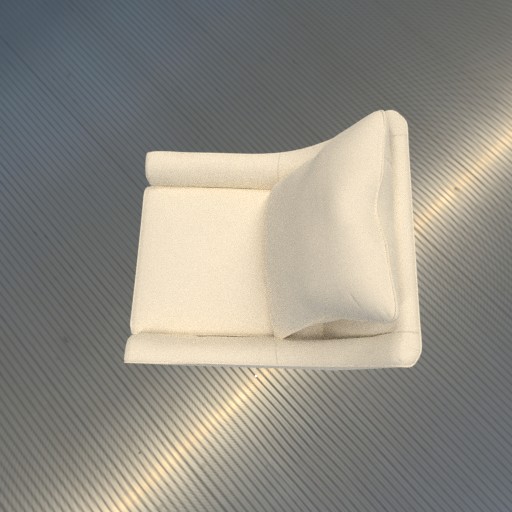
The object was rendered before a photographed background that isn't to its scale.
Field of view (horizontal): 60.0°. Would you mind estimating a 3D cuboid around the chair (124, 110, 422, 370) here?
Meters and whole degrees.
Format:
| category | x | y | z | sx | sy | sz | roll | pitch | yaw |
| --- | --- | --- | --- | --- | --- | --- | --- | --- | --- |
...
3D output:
| category | x | y | z | sx | sy | sz | roll | pitch | yaw |
| --- | --- | --- | --- | --- | --- | --- | --- | --- | --- |
| chair | 0.000 | 0.000 | 1.552 | 0.876 | 0.965 | 0.756 | 2 | 75 | 0 |
